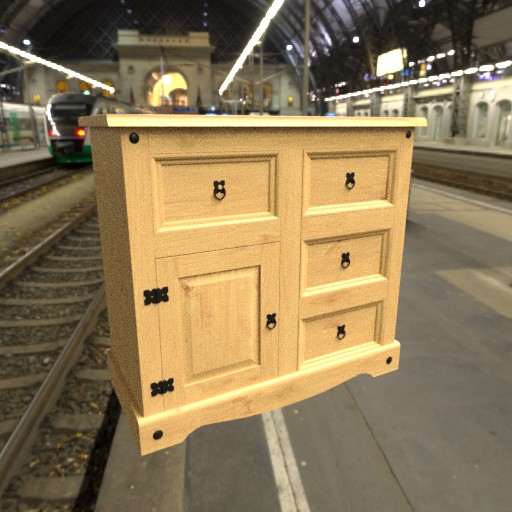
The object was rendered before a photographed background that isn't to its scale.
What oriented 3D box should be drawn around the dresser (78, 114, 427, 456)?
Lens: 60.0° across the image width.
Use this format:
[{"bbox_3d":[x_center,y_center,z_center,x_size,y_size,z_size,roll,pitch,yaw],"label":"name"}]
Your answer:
[{"bbox_3d":[0.000,0.000,1.401,0.915,0.835,0.440,-9,18,-27],"label":"dresser"}]
